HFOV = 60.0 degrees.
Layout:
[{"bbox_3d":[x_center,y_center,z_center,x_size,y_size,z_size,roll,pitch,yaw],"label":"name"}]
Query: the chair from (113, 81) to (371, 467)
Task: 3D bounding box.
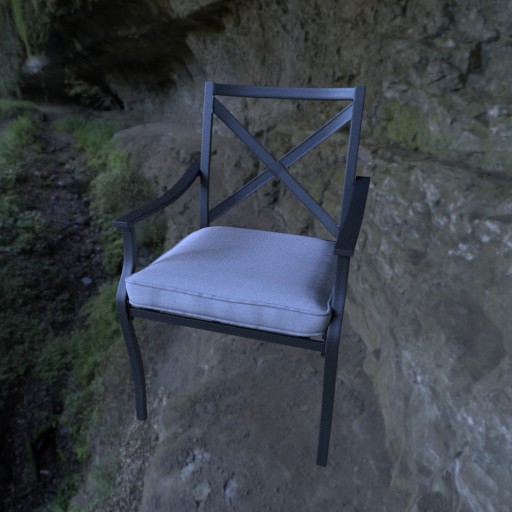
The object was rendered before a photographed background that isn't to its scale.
[{"bbox_3d":[0.000,0.000,1.286,0.575,0.889,0.620,8,28,15],"label":"chair"}]
